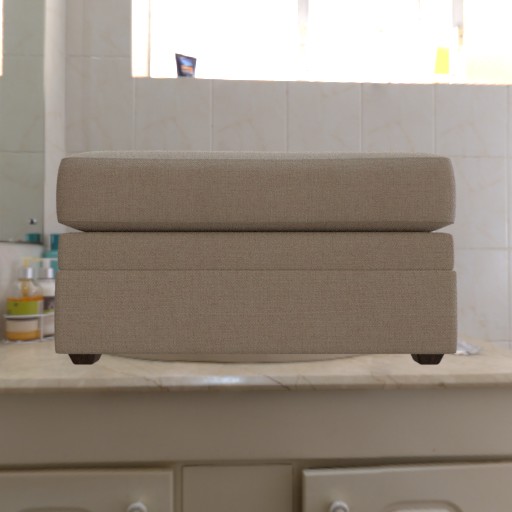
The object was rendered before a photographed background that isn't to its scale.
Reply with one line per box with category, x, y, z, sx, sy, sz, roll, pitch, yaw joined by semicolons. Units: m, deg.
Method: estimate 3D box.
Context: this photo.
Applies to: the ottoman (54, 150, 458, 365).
ottoman;0.000;0.000;1.227;0.885;0.478;0.637;0;-1;0
